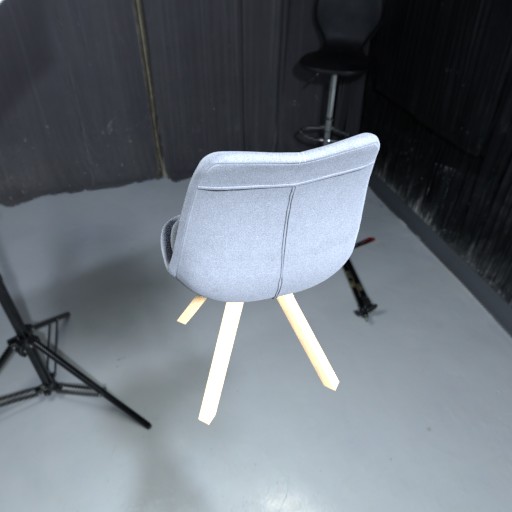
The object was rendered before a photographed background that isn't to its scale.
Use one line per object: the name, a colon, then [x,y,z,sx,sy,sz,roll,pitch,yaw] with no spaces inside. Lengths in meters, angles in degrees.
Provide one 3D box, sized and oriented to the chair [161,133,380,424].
chair: [0.000,0.000,1.168,0.474,0.863,0.549,-10,41,-12]
